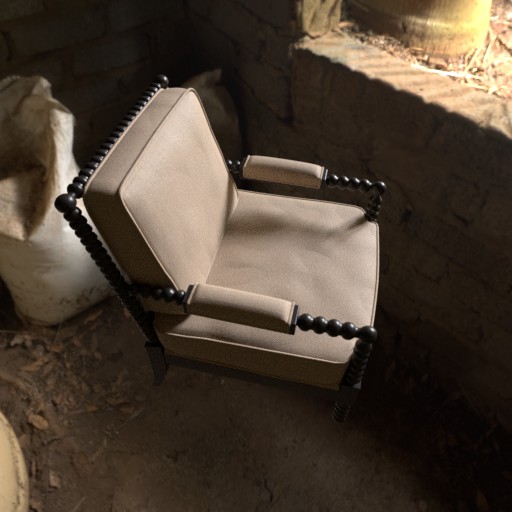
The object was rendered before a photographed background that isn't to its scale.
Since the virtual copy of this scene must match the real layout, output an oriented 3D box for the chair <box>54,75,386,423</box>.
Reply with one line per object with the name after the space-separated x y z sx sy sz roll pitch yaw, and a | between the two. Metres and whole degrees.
0.000 0.000 1.184 0.657 0.703 0.555 10 49 9 | chair
